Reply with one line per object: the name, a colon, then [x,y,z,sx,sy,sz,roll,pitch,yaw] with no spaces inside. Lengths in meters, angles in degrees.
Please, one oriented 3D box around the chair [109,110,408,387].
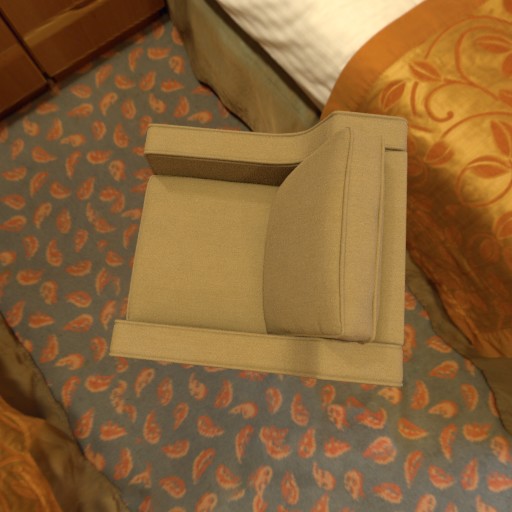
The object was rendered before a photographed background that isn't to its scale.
chair: [0.000,0.000,1.660,0.909,0.960,0.831,5,76,1]
